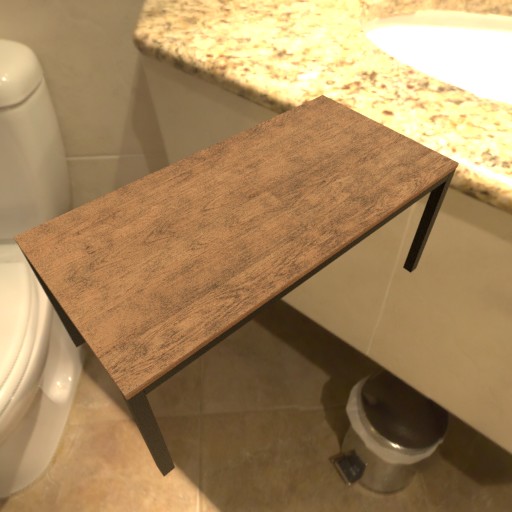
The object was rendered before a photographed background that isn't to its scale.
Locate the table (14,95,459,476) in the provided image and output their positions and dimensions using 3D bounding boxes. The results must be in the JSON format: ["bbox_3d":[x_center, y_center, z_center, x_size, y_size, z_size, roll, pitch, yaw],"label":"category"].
[{"bbox_3d":[0.000,0.000,2.234,1.805,0.767,0.893,-32,55,-26],"label":"table"}]
